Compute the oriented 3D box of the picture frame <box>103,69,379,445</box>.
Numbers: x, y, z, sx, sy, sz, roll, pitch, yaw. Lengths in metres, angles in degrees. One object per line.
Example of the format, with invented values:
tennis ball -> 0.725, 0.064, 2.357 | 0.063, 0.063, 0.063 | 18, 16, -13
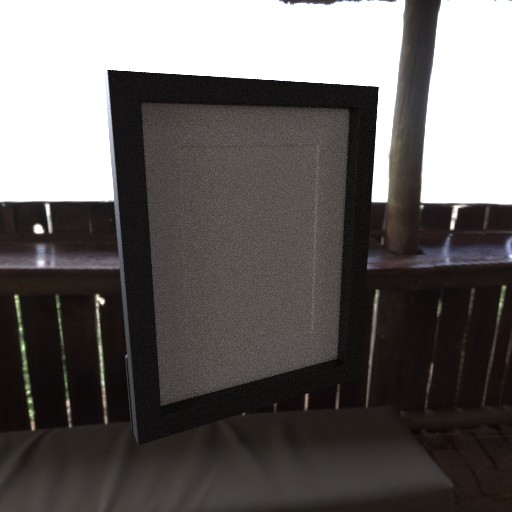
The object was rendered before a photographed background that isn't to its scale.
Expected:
picture frame -> 0.000, 0.000, 0.516 | 0.307, 0.383, 0.036 | -8, 17, -26
